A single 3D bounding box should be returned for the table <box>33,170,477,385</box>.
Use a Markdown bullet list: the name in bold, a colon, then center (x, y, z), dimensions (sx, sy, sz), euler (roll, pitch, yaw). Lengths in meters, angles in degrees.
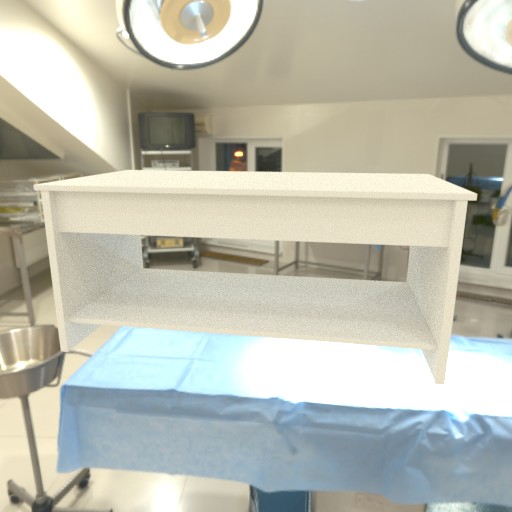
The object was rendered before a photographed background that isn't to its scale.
- **table**: center (0.000, 0.000, 1.277), dimensions (1.000, 0.441, 0.500), euler (3, 15, 10)
